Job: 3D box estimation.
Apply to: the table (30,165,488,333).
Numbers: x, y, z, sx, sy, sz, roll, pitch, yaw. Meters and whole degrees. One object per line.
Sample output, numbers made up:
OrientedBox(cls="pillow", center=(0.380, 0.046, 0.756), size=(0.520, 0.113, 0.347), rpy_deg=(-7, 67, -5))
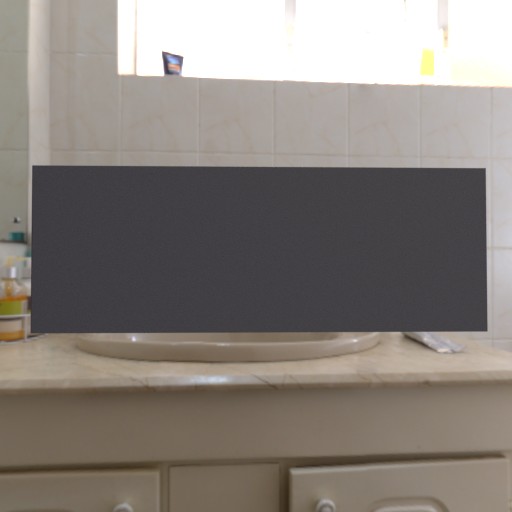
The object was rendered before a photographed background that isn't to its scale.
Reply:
OrientedBox(cls="table", center=(0.000, 0.000, 1.179), size=(0.801, 0.299, 0.801), rpy_deg=(0, -1, -2))
